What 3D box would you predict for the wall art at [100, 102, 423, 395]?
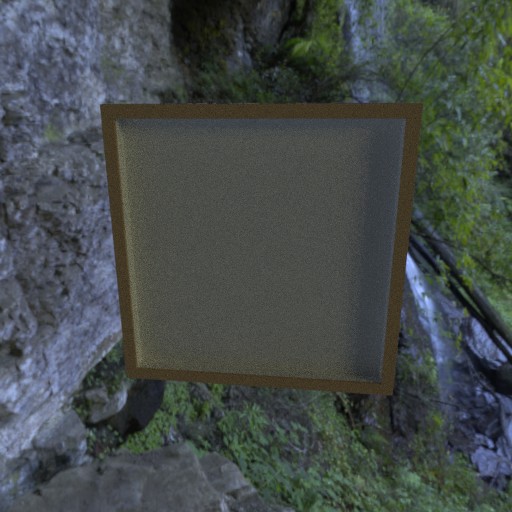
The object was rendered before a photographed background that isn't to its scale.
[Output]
[{"bbox_3d":[0.000,0.000,0.939,0.612,0.612,0.038,2,17,6],"label":"wall art"}]
